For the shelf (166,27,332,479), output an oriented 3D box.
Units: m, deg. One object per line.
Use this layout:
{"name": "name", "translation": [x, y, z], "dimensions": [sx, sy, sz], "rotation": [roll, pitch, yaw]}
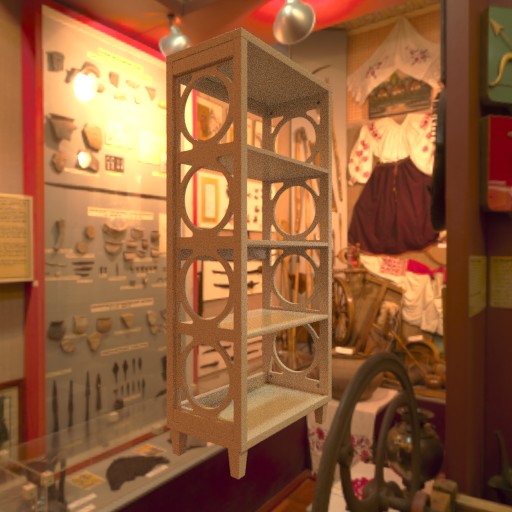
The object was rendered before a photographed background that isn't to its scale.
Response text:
{"name": "shelf", "translation": [0.000, 0.000, 1.712], "dimensions": [0.340, 1.411, 0.611], "rotation": [0, 1, 37]}
